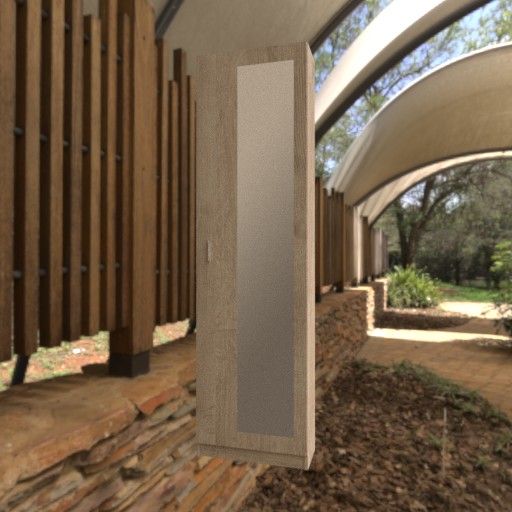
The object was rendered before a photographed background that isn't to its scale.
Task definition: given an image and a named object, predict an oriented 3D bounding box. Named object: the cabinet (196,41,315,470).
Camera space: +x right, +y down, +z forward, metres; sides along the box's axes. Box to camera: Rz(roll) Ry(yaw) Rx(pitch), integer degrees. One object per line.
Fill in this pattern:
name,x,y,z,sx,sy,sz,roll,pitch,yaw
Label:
cabinet,0.000,0.000,2.006,0.500,1.790,0.230,0,0,16
